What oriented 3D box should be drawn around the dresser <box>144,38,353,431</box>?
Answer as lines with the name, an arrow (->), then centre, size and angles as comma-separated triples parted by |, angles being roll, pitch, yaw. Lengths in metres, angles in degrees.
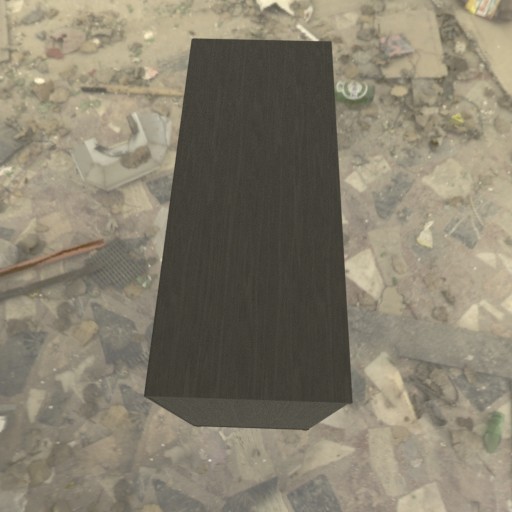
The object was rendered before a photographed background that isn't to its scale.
dresser -> 0.000, 0.000, 1.434 | 0.404, 0.816, 0.994 | 2, 65, 1
